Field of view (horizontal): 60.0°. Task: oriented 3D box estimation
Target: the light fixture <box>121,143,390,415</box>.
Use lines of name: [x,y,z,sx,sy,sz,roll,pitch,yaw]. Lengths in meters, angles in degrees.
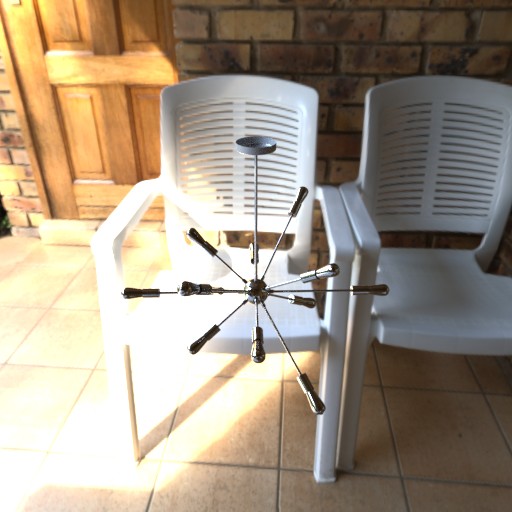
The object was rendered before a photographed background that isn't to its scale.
light fixture: [0.000,0.000,1.078,0.684,0.558,0.509,-1,30,-1]
